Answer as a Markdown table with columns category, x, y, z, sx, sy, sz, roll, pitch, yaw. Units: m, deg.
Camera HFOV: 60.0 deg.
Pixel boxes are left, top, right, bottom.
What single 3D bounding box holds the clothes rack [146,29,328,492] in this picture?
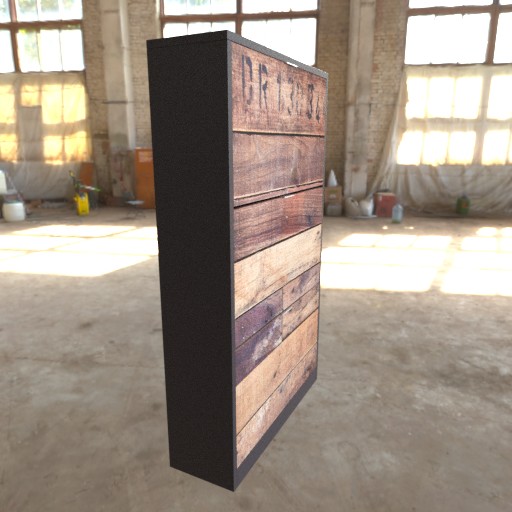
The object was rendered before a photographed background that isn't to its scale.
| category | x | y | z | sx | sy | sz | roll | pitch | yaw |
| --- | --- | --- | --- | --- | --- | --- | --- | --- | --- |
| clothes rack | 0.000 | 0.000 | 1.560 | 0.250 | 1.280 | 0.750 | 7 | 16 | 26 |
